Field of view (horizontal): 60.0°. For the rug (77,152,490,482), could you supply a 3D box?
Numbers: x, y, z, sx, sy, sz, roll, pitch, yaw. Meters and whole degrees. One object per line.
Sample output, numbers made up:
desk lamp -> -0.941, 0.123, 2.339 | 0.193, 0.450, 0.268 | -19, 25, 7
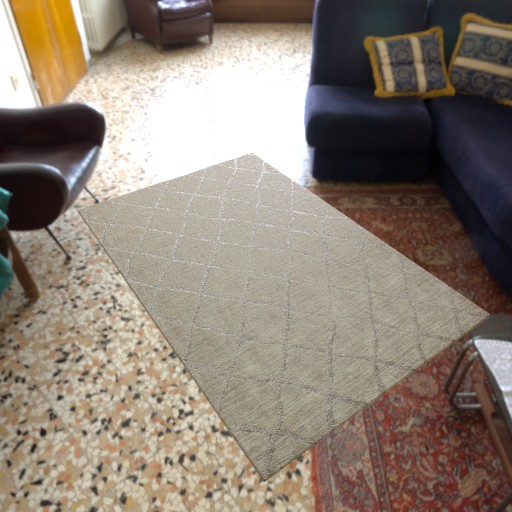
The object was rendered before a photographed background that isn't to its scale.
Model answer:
rug -> 0.000, 0.000, 2.791 | 1.521, 0.015, 2.280 | -25, 46, -26
